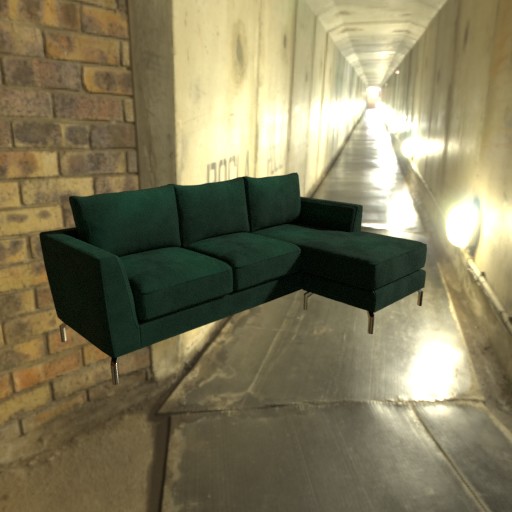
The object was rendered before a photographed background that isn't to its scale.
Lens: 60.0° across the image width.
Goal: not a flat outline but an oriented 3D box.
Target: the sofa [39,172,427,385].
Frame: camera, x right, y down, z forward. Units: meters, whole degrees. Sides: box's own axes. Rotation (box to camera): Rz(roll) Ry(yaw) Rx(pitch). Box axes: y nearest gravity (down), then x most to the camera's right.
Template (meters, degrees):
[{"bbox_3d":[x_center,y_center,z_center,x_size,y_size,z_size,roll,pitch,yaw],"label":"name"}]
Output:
[{"bbox_3d":[0.000,0.000,3.193,2.441,1.007,1.489,-15,22,-42],"label":"sofa"}]
